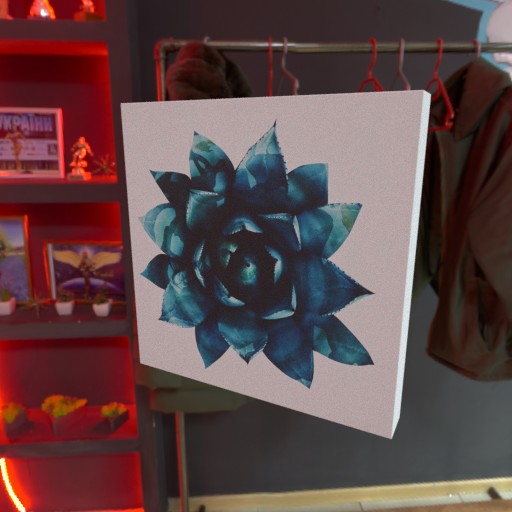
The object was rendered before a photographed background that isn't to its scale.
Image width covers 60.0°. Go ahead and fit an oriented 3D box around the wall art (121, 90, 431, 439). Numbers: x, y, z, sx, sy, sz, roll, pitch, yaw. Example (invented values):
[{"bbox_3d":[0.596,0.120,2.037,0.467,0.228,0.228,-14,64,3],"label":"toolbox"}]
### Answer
[{"bbox_3d":[0.000,0.000,0.456,0.305,0.305,0.038,8,17,27],"label":"wall art"}]
